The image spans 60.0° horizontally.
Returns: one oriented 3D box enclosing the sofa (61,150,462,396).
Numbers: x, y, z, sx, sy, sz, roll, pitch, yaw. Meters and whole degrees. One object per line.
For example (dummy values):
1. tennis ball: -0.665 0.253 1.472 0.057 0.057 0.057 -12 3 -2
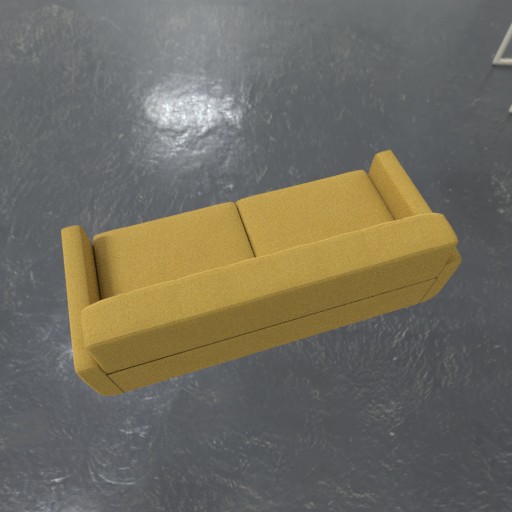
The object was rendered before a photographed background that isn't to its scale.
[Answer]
1. sofa: 0.000 0.000 2.548 2.029 0.841 0.909 -15 60 -9
